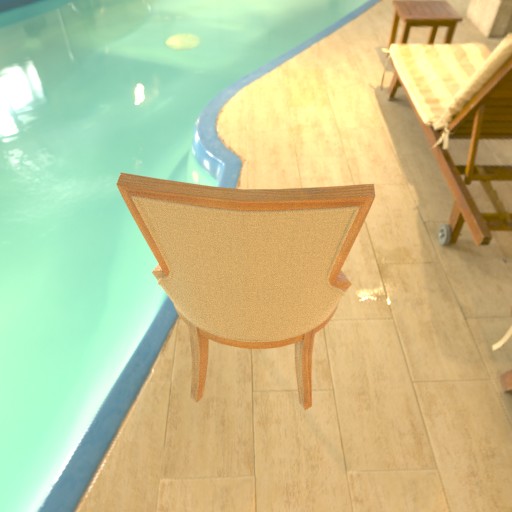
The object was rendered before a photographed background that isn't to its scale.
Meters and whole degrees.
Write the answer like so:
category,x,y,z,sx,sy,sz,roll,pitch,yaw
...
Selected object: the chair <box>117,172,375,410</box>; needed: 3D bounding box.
category,x,y,z,sx,sy,sz,roll,pitch,yaw
chair,0.000,0.000,1.312,0.524,0.947,0.641,3,46,3
